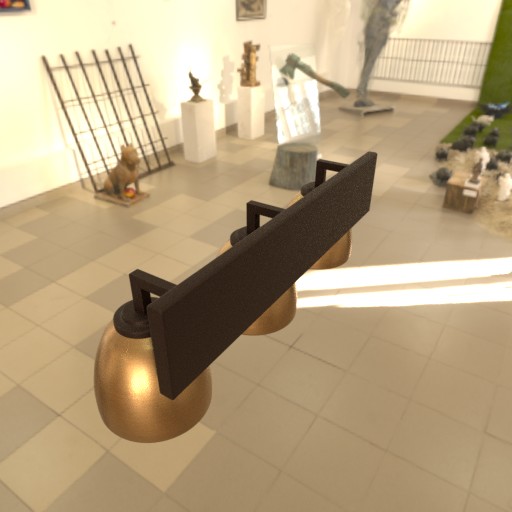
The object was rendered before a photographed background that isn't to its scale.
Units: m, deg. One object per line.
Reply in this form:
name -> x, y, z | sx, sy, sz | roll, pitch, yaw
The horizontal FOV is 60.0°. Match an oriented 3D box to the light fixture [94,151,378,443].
light fixture -> 0.000, 0.000, 0.671 | 0.157, 0.204, 0.582 | 18, 35, 28
